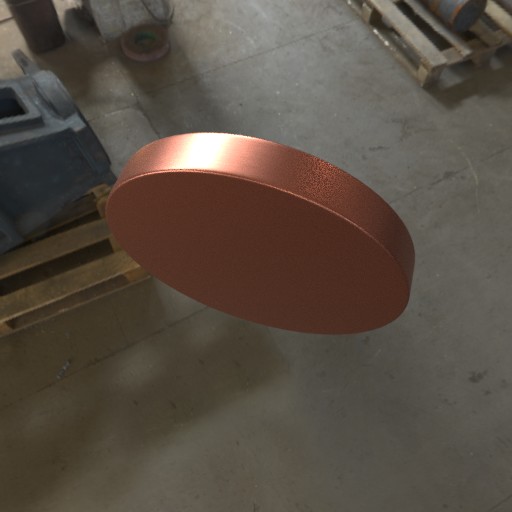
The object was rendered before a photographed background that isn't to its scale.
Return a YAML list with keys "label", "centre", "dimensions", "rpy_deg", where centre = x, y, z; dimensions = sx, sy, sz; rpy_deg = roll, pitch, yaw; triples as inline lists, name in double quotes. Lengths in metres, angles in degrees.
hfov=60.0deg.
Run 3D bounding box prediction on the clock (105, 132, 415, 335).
- label: "clock"
  centre: [0.000, 0.000, 0.466]
  dimensions: [0.313, 0.313, 0.040]
  rpy_deg: [15, 64, 8]
